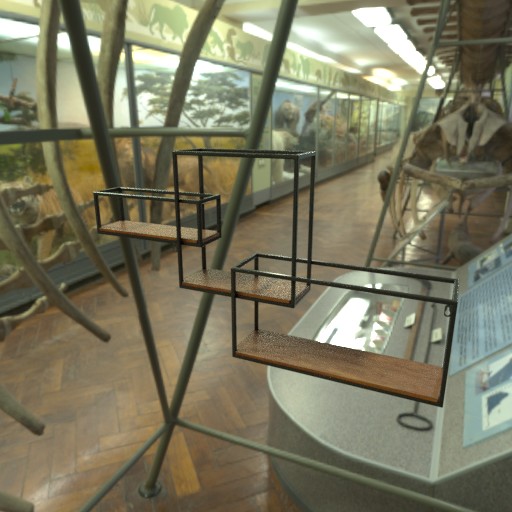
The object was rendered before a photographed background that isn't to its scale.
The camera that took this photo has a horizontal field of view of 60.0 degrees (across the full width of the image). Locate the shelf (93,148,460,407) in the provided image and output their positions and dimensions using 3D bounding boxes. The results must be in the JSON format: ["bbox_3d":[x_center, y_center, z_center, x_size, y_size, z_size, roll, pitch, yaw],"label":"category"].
[{"bbox_3d":[0.000,0.000,2.115,1.781,0.972,0.275,8,19,24],"label":"shelf"}]
